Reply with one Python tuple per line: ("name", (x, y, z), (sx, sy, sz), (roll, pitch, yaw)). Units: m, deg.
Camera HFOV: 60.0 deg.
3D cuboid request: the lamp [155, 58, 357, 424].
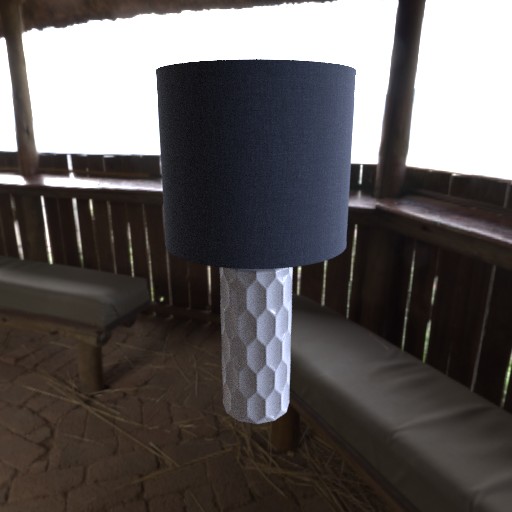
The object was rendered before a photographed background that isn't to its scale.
("lamp", (0.000, 0.000, 0.697), (0.277, 0.537, 0.277), (15, 23, 42))
